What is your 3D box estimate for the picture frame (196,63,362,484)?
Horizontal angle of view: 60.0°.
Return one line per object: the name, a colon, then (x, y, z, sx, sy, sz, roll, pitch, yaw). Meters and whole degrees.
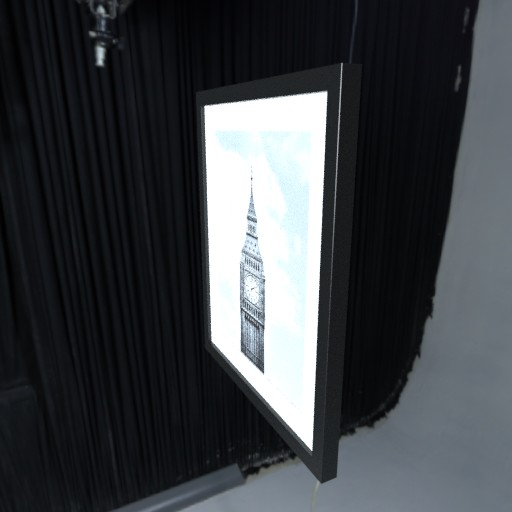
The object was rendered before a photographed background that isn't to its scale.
picture frame: (0.000, 0.000, 0.759, 0.028, 0.556, 0.460, -8, 18, -26)
